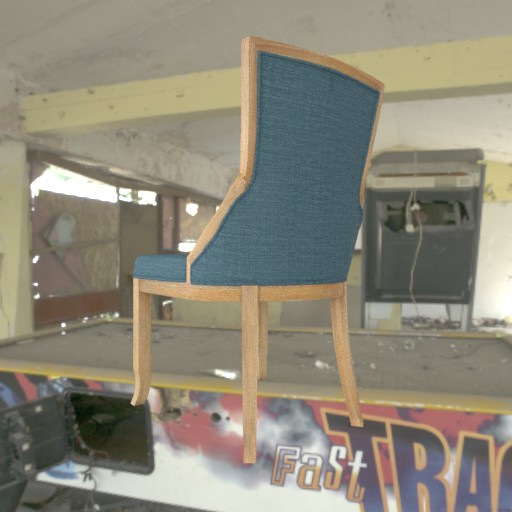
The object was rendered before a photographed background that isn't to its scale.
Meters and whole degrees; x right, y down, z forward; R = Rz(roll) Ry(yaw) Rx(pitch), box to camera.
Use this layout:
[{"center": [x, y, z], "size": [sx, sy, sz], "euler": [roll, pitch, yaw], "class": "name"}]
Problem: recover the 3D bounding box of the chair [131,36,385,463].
[{"center": [0.000, 0.000, 1.311], "size": [0.524, 0.947, 0.641], "euler": [0, 0, -36], "class": "chair"}]
